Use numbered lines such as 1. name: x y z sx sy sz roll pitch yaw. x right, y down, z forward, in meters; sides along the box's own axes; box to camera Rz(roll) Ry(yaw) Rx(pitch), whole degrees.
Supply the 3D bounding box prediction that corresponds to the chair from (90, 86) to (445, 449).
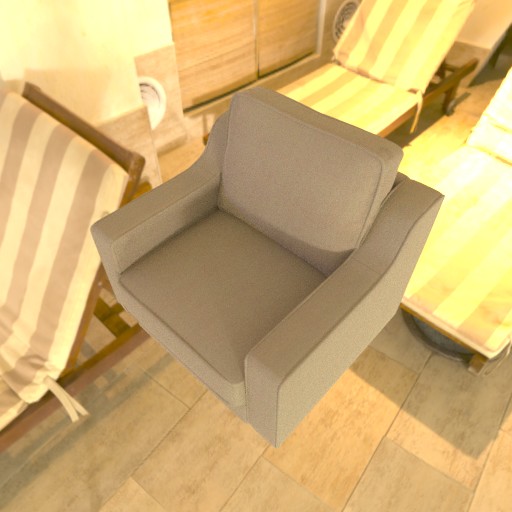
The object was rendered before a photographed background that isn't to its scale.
1. chair: 0.000 0.000 1.680 0.922 0.948 0.882 34 55 28
